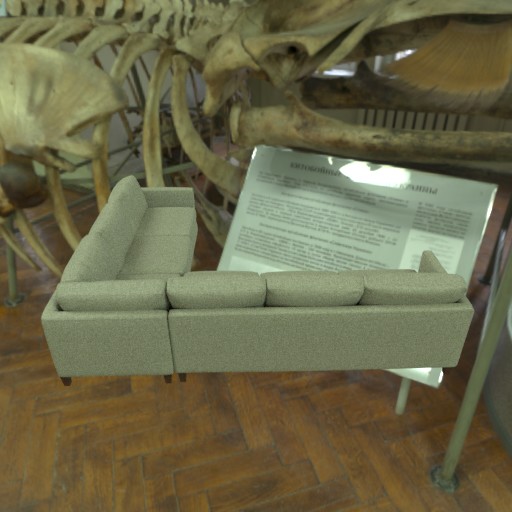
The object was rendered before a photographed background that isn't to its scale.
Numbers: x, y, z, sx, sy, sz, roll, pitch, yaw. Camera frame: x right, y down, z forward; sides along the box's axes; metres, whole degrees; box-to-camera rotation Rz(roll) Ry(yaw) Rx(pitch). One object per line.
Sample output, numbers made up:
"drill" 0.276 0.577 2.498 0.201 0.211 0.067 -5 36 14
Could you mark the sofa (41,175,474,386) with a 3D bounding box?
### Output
"sofa" 0.000 0.000 4.509 3.302 0.947 2.593 -1 31 -2
